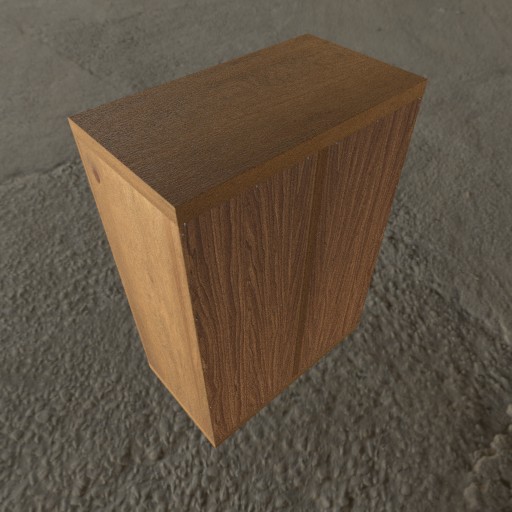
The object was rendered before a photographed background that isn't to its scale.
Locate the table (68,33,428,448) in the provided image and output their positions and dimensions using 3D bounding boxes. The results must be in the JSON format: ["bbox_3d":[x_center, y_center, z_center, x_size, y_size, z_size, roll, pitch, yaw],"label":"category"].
[{"bbox_3d":[0.000,0.000,1.706,0.901,1.294,0.524,-32,54,-28],"label":"table"}]
